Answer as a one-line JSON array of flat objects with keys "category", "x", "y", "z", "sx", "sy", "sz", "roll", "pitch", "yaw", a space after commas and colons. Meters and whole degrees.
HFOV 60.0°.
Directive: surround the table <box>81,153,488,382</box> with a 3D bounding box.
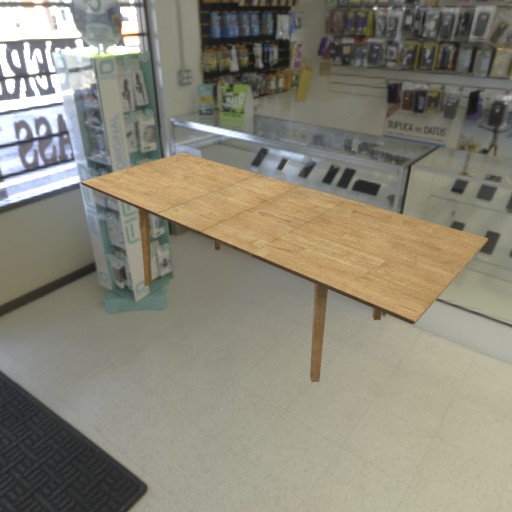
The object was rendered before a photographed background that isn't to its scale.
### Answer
[{"category": "table", "x": 0.000, "y": 0.000, "z": 3.098, "sx": 2.603, "sy": 0.752, "sz": 1.000, "roll": 23, "pitch": 36, "yaw": 35}]
